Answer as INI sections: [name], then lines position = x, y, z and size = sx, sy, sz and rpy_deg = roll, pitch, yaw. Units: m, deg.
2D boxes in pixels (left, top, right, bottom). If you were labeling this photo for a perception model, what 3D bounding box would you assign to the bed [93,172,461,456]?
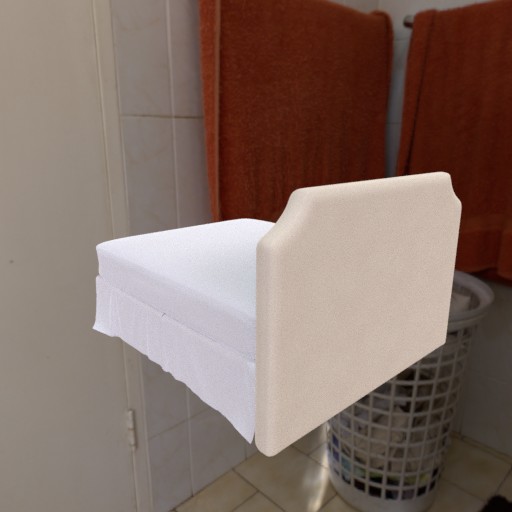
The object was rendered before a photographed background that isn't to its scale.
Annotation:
[bed]
position = 0.000, 0.000, 3.317
size = 1.827, 1.296, 2.209
rpy_deg = -14, 20, -40
